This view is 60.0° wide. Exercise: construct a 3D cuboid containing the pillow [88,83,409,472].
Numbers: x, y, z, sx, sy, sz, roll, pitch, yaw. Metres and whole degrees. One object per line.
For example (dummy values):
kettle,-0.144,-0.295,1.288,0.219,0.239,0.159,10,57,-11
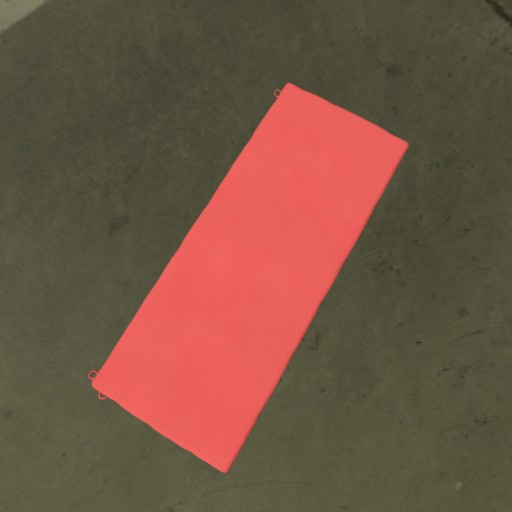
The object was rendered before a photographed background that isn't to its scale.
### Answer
pillow,0.000,0.000,1.369,0.492,0.081,1.187,30,78,7
